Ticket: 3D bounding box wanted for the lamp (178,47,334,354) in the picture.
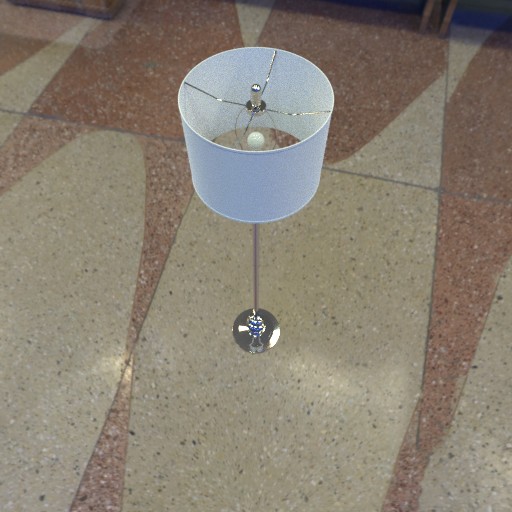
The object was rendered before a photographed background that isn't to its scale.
[{"bbox_3d":[0.000,0.000,1.631,0.356,1.487,0.356,14,60,8],"label":"lamp"}]
